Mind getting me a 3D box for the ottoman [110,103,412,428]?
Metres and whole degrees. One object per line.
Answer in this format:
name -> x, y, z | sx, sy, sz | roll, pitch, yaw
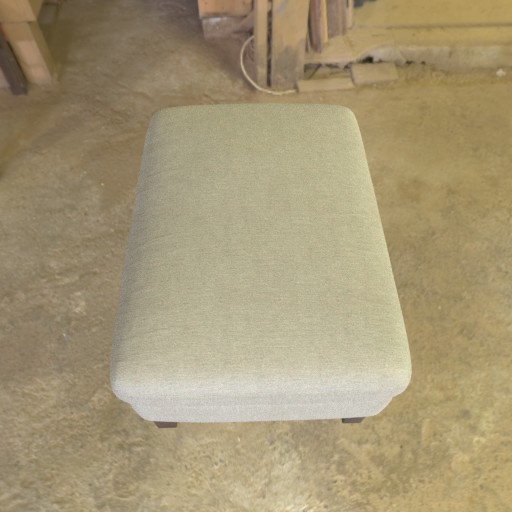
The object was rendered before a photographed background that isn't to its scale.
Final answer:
ottoman -> 0.000, 0.000, 1.037 | 0.528, 0.404, 0.735 | -1, 56, -1
